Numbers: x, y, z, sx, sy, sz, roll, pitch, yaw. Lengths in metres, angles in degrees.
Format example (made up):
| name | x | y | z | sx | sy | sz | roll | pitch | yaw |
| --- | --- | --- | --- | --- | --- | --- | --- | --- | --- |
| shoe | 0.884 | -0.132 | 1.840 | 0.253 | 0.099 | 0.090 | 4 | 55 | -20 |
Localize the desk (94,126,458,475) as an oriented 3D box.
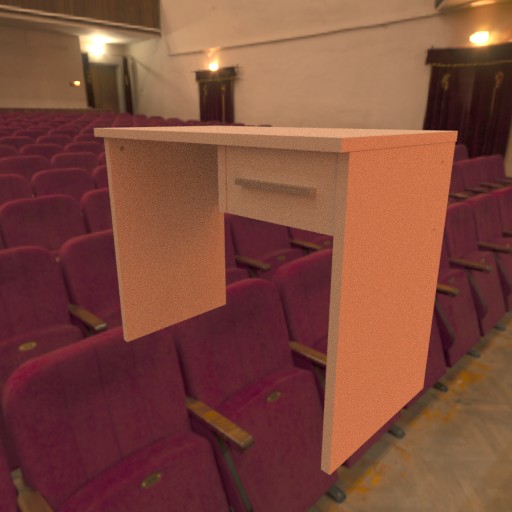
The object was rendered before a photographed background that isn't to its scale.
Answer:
| name | x | y | z | sx | sy | sz | roll | pitch | yaw |
| --- | --- | --- | --- | --- | --- | --- | --- | --- | --- |
| desk | 0.000 | 0.000 | 1.328 | 0.900 | 0.729 | 0.498 | 17 | 24 | 42 |
